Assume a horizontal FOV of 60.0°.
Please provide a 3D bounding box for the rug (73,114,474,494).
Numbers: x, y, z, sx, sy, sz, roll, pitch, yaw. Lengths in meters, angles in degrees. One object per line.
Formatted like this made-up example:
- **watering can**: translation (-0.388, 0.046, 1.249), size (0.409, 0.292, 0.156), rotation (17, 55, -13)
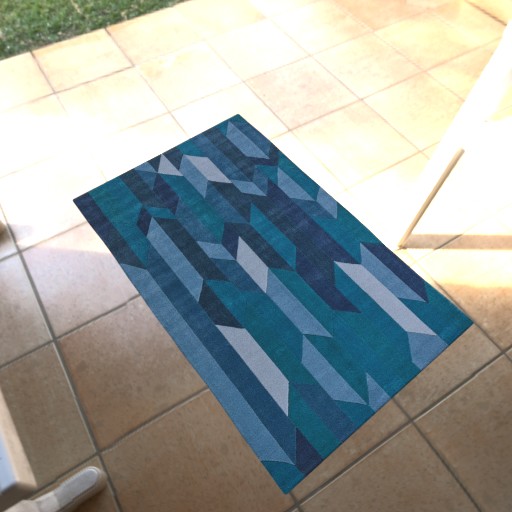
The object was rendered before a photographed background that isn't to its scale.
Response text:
- **rug**: translation (0.000, 0.000, 2.981), size (1.528, 0.005, 2.420), rotation (-34, 64, -19)
